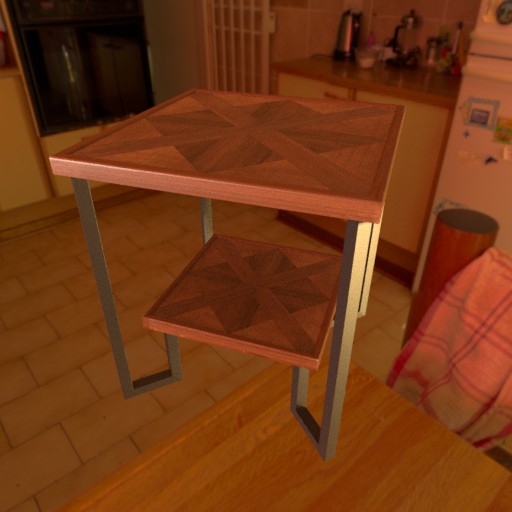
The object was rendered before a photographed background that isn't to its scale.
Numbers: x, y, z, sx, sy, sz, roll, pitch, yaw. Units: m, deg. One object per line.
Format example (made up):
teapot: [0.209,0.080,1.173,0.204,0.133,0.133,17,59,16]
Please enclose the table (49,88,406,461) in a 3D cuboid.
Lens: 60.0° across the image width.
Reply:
table: [0.000,0.000,0.964,0.503,0.563,0.503,11,34,16]
